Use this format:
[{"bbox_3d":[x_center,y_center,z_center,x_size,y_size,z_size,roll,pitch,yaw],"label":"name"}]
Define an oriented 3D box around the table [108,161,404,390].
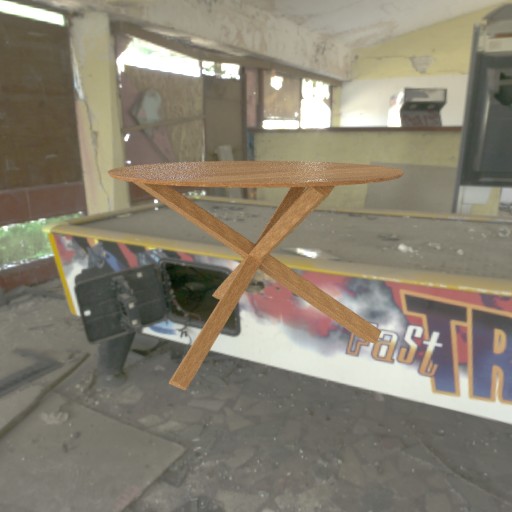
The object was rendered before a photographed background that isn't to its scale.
[{"bbox_3d":[0.000,0.000,1.715,1.038,0.666,1.038,0,15,0],"label":"table"}]
